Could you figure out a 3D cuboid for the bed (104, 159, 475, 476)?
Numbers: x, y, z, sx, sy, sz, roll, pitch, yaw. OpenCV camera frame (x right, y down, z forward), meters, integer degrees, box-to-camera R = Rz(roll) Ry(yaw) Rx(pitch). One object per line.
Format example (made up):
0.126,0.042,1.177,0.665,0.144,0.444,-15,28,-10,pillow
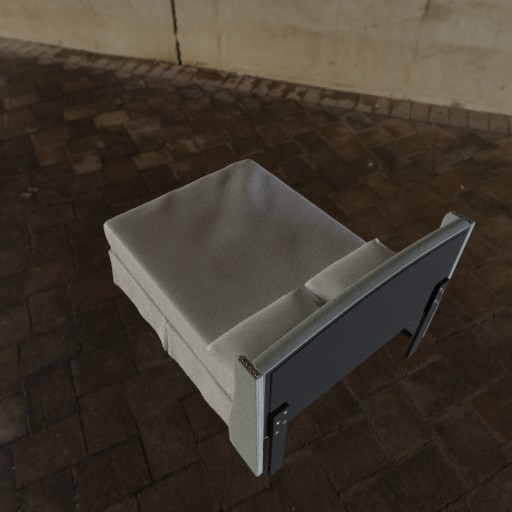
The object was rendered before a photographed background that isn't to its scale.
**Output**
0.000,0.000,3.370,1.710,1.407,2.237,-30,53,-26,bed
